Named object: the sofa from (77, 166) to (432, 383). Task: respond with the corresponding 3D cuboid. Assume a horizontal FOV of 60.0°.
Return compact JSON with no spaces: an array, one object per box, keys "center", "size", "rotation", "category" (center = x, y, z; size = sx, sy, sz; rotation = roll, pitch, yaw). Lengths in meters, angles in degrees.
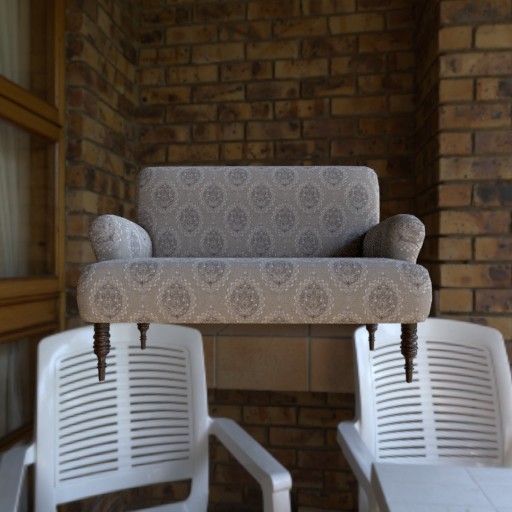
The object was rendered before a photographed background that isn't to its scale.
[{"center":[0.000,0.000,1.860],"size":[1.297,0.889,0.779],"rotation":[0,0,1],"category":"sofa"}]
